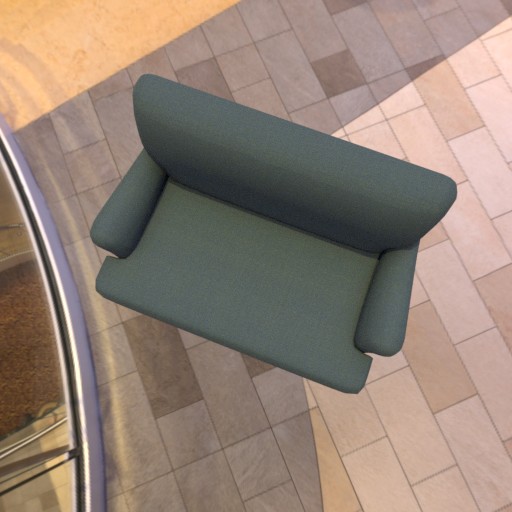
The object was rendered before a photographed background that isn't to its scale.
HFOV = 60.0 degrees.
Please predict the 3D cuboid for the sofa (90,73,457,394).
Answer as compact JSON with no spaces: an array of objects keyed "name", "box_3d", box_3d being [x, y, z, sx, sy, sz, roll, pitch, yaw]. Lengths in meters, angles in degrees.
[{"name":"sofa","box_3d":[0.000,0.000,1.850,1.297,0.889,0.779,21,77,5]}]
